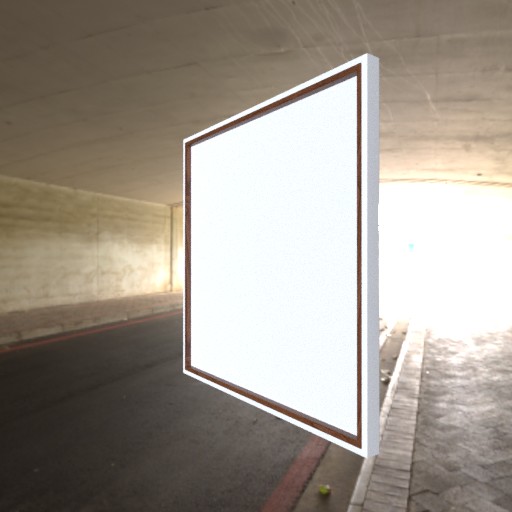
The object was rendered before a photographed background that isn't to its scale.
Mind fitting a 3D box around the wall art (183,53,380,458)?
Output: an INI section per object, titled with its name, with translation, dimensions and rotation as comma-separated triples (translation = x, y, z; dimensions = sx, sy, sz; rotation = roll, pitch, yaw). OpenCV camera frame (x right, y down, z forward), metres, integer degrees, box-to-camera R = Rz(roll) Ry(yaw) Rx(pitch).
[wall art]
translation = 0.000, 0.000, 1.523
dimensions = 0.049, 1.009, 1.009
rotation = 0, 0, -36
